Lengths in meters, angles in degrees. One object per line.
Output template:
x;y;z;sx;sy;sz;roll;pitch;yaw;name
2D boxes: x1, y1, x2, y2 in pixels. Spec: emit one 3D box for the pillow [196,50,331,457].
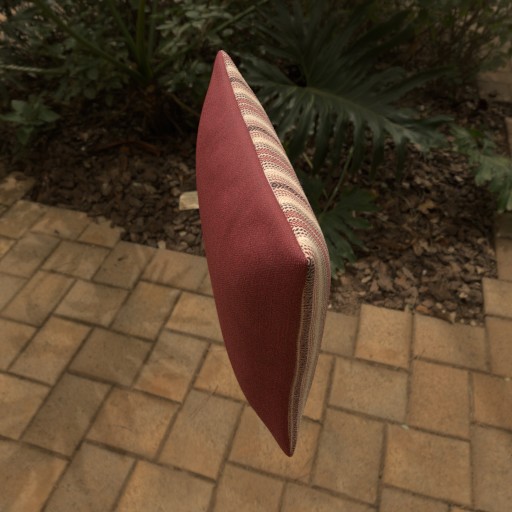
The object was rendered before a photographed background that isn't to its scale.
0.000;0.000;0.762;0.166;0.497;0.513;-9;47;-9;pillow
